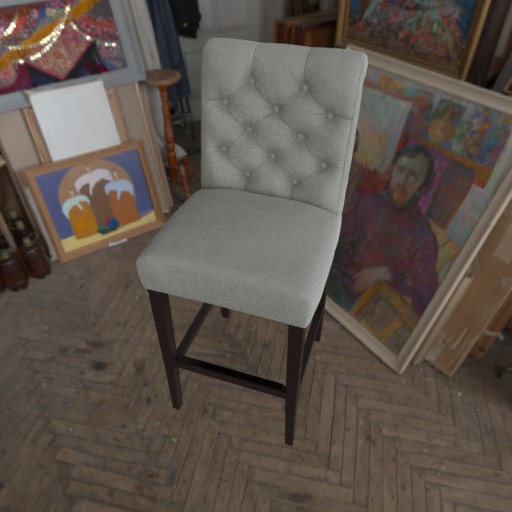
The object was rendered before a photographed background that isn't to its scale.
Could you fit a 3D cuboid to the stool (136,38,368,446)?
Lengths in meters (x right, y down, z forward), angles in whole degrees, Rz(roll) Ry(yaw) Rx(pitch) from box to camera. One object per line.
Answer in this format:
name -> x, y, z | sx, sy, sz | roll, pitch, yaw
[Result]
stool -> 0.000, 0.000, 1.416 | 0.493, 1.140, 0.601 | 12, 42, 14
